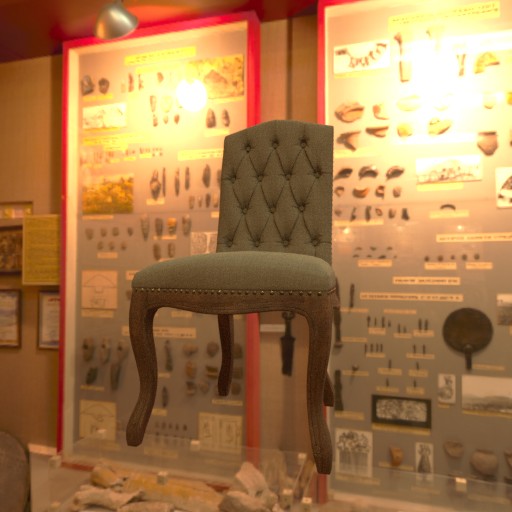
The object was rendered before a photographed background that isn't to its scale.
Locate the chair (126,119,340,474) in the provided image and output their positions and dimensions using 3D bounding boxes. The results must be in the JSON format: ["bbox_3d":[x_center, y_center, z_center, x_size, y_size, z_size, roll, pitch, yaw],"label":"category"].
[{"bbox_3d":[0.000,0.000,1.613,0.637,1.191,0.731,0,-1,18],"label":"chair"}]
